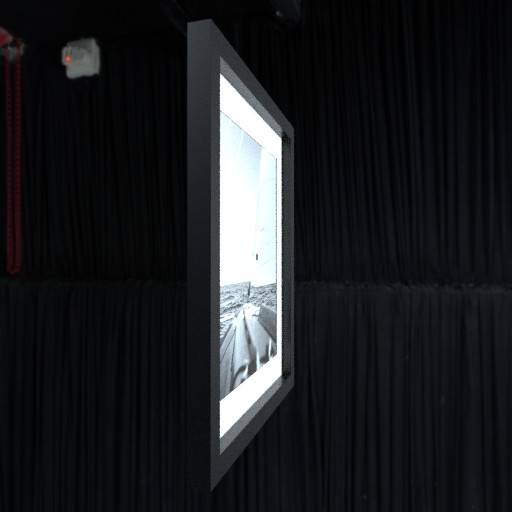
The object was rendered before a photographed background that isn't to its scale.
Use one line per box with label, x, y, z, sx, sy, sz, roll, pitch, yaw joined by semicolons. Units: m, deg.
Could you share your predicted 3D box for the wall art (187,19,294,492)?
wall art;0.000;0.000;0.747;0.031;0.558;0.461;0;0;17
